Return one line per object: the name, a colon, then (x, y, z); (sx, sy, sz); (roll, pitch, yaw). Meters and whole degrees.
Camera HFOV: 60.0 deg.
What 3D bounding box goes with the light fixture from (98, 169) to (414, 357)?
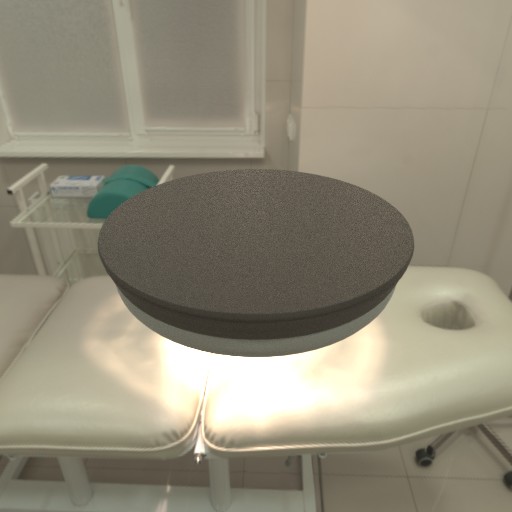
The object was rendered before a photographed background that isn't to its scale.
light fixture: (0.000, 0.000, 0.562); (0.368, 0.100, 0.368); (0, 31, 0)
